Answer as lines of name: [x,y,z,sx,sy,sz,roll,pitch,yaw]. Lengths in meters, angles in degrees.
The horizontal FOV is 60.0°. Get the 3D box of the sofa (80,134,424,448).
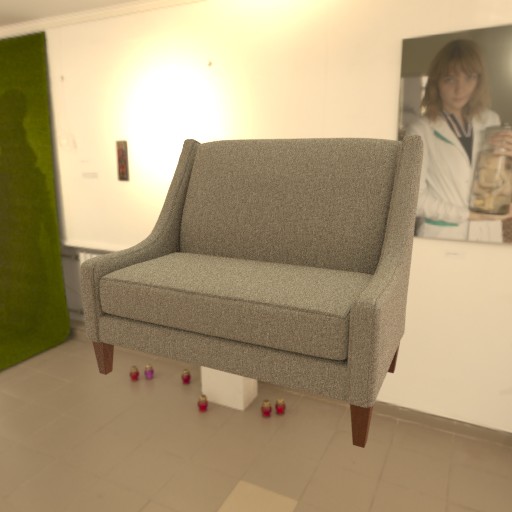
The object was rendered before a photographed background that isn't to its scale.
sofa: [0.000,0.000,1.930,1.242,1.026,0.862,6,14,25]
